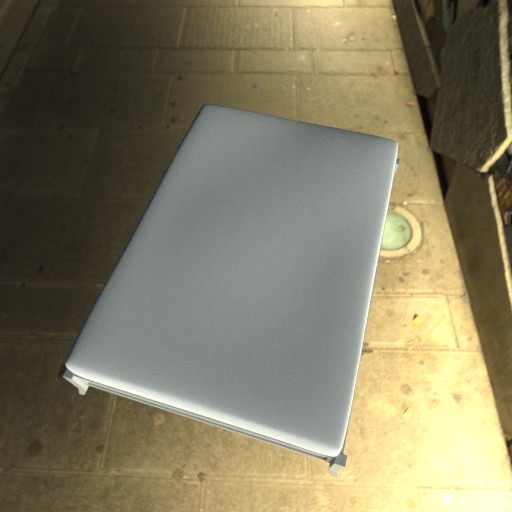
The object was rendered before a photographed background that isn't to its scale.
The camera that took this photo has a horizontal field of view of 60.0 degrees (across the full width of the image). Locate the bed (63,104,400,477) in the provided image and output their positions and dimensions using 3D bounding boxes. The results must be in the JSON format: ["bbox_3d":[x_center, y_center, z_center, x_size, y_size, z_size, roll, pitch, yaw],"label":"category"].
[{"bbox_3d":[0.000,0.000,2.631,1.460,0.510,1.985,14,60,9],"label":"bed"}]
